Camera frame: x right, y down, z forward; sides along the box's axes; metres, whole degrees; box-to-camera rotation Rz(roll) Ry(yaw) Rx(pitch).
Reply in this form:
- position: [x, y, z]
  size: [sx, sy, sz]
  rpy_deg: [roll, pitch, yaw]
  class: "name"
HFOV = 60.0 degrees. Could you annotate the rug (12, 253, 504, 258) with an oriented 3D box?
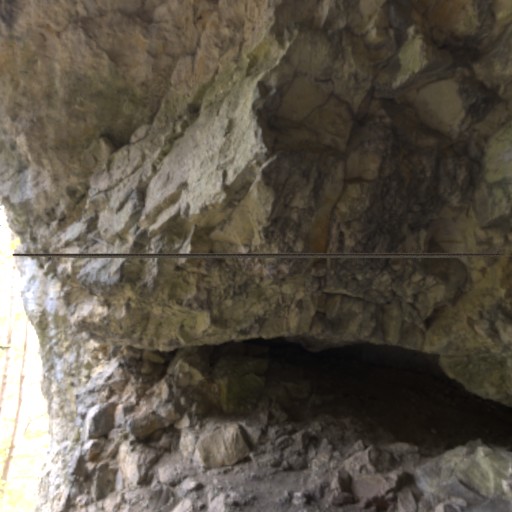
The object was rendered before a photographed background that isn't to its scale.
- position: [0.000, 0.000, 2.589]
  size: [2.452, 0.012, 0.775]
  rpy_deg: [0, -1, 2]
  class: "rug"
